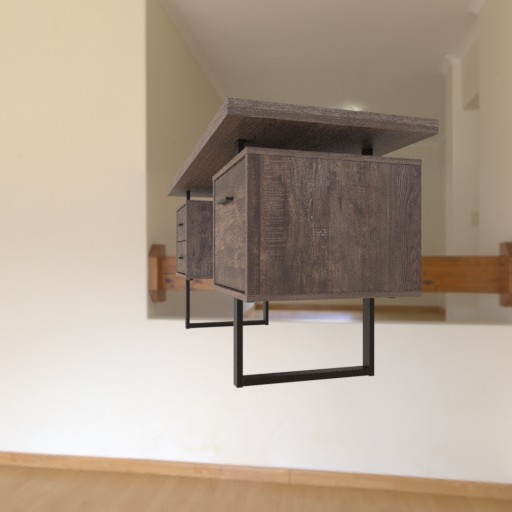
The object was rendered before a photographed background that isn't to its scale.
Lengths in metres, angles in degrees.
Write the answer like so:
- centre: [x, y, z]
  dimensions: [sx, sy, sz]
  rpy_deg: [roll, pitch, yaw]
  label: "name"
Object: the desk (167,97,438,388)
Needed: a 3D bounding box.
- centre: [0.000, 0.000, 1.874]
  dimensions: [0.600, 0.760, 1.524]
  rpy_deg: [0, 0, -17]
  label: "desk"
